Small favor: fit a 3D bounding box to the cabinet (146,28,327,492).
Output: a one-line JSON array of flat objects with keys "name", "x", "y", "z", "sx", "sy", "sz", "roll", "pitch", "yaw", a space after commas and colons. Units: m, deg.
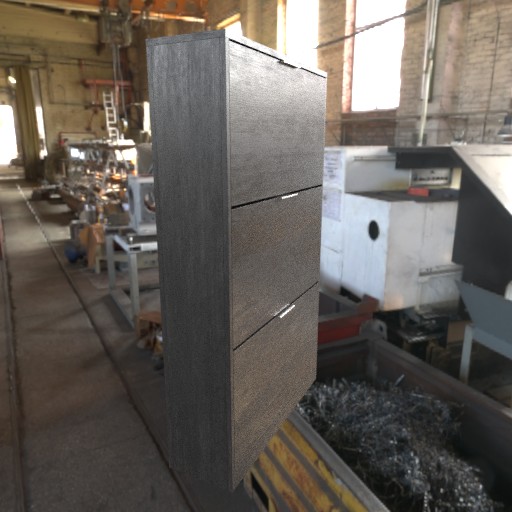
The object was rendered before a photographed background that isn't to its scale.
[{"name": "cabinet", "x": 0.000, "y": 0.000, "z": 1.554, "sx": 0.250, "sy": 1.280, "sz": 0.750, "roll": 7, "pitch": 16, "yaw": 26}]
